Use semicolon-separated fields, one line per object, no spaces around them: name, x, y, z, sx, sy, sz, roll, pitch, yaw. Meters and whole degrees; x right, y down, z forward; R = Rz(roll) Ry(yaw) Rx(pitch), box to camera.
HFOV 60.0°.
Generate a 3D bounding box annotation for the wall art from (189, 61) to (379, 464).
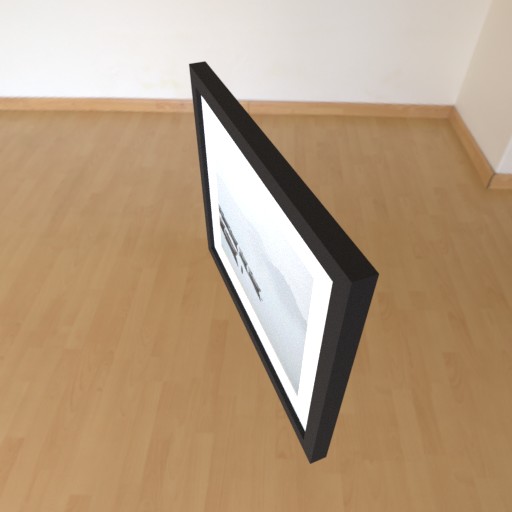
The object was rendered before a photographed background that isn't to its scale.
wall art;0.000;0.000;0.763;0.030;0.454;0.554;-16;47;-15
